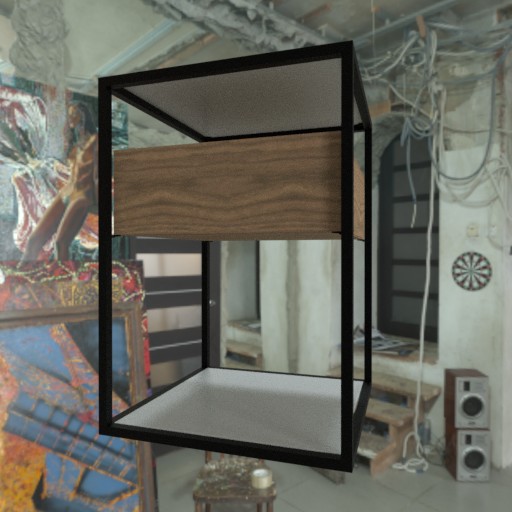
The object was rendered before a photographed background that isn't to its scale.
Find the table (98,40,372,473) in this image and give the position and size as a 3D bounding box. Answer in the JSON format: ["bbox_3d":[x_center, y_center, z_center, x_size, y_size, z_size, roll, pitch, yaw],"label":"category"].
[{"bbox_3d":[0.000,0.000,0.791,0.378,0.540,0.378,0,0,18],"label":"table"}]
